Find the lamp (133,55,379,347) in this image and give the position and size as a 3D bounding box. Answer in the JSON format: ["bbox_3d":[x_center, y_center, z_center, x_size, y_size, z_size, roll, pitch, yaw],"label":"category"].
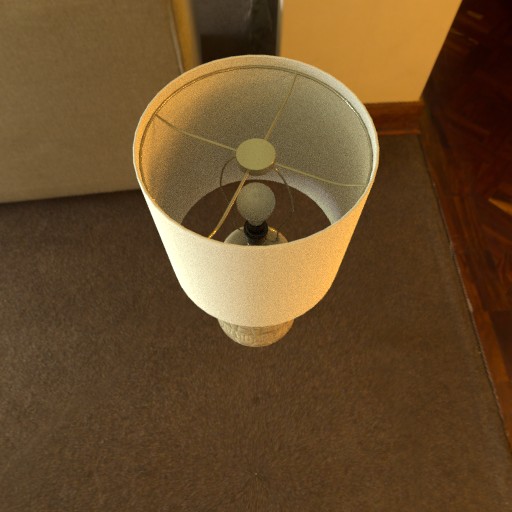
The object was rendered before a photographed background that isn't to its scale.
[{"bbox_3d":[0.000,0.000,0.586,0.211,0.455,0.211,34,69,15],"label":"lamp"}]
